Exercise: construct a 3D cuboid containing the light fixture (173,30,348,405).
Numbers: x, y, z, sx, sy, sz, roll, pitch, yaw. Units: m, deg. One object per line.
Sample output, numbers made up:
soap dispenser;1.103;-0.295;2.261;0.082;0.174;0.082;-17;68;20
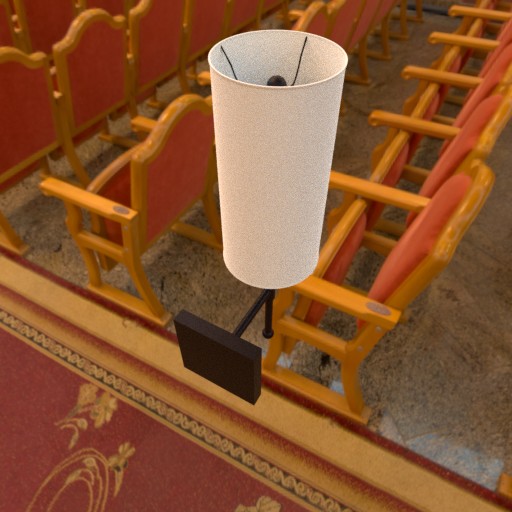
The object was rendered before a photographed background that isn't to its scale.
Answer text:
light fixture;0.000;0.000;0.551;0.128;0.462;0.208;23;50;20
